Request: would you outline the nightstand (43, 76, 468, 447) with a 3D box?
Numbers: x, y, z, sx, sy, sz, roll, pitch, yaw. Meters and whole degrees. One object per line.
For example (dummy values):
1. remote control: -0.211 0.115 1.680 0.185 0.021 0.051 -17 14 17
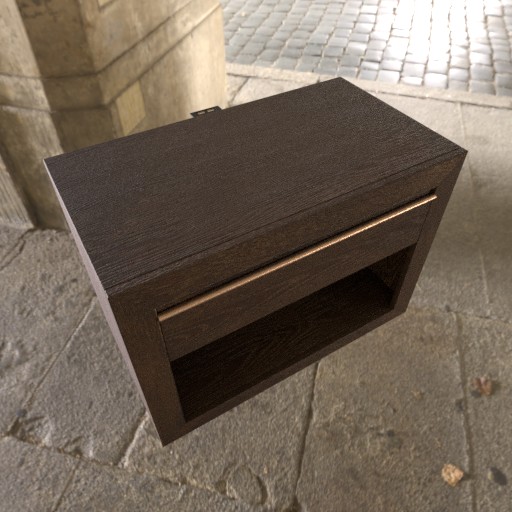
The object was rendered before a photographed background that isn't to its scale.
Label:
1. nightstand: 0.000 0.000 1.142 0.775 0.612 0.457 -23 50 -21
